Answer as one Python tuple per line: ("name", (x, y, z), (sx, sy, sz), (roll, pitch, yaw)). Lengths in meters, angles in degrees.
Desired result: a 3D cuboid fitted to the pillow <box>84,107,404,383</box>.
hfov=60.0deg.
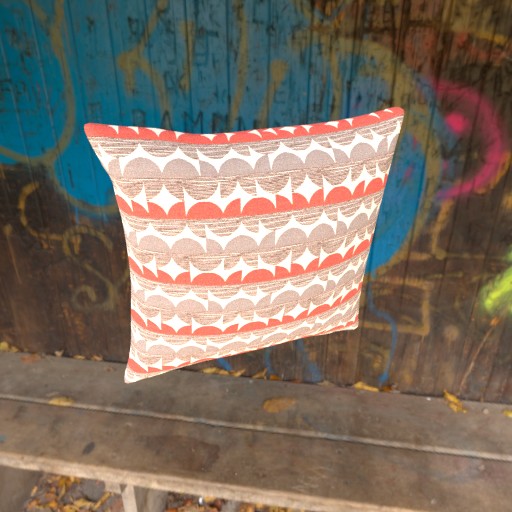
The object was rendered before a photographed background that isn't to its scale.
("pillow", (0.000, 0.000, 0.652), (0.420, 0.410, 0.180), (-9, 28, -17))
